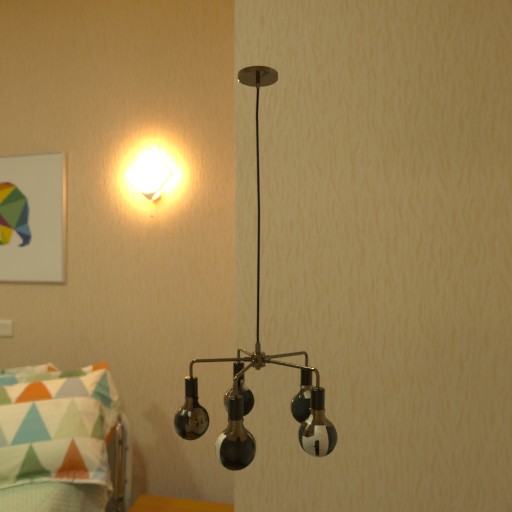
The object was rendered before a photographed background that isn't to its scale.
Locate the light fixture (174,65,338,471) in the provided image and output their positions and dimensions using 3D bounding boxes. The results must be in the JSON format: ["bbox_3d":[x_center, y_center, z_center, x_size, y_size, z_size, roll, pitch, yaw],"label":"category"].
[{"bbox_3d":[0.000,0.000,1.219,0.438,0.988,0.421,0,0,-19],"label":"light fixture"}]
